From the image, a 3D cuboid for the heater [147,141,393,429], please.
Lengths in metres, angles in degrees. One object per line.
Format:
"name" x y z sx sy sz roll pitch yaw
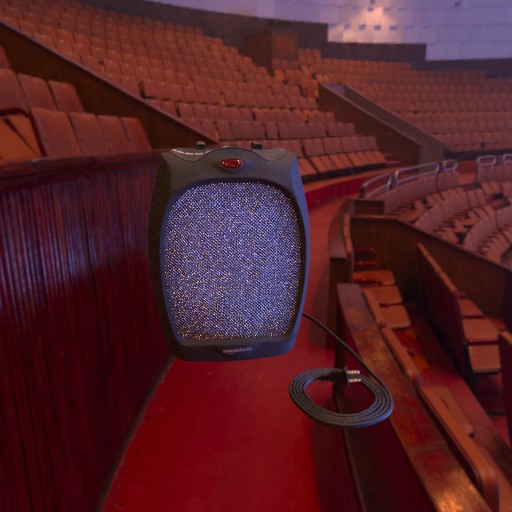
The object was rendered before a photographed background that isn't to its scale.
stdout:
"heater" 0.000 0.000 0.483 0.239 0.240 0.291 -2 15 -8
